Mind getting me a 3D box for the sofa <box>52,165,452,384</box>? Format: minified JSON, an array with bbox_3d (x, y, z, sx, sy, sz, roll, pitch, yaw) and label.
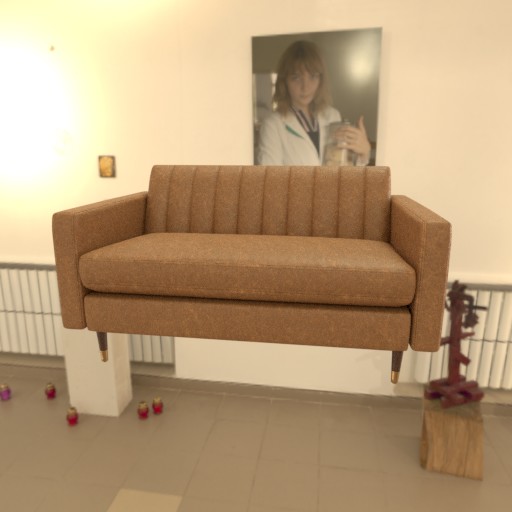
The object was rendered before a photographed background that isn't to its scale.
[{"bbox_3d":[0.000,0.000,2.122,1.549,0.820,0.960,2,14,8],"label":"sofa"}]
